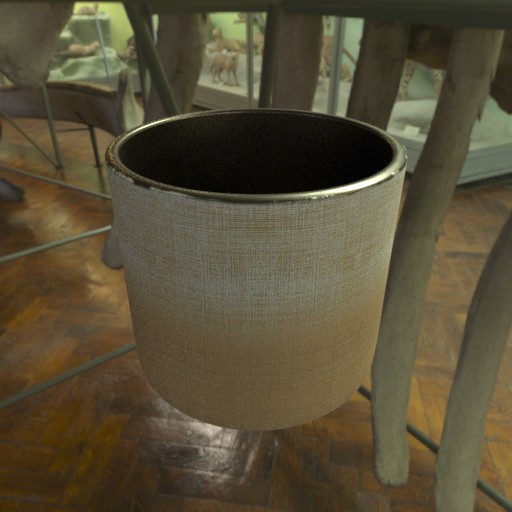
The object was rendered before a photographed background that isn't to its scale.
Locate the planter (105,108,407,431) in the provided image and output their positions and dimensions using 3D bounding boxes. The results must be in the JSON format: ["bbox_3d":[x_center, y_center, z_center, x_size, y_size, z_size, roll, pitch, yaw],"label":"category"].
[{"bbox_3d":[0.000,0.000,0.381,0.221,0.201,0.221,0,31,0],"label":"planter"}]
